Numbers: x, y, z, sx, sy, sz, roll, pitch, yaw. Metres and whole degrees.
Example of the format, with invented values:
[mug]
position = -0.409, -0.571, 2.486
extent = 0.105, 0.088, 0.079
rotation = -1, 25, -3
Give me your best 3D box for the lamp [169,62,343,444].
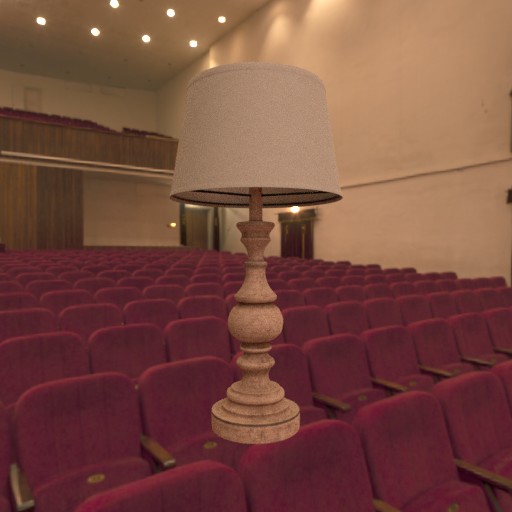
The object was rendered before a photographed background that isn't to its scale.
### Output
[lamp]
position = 0.000, 0.000, 0.885
extent = 0.340, 0.678, 0.340
rotation = 0, 0, 0
